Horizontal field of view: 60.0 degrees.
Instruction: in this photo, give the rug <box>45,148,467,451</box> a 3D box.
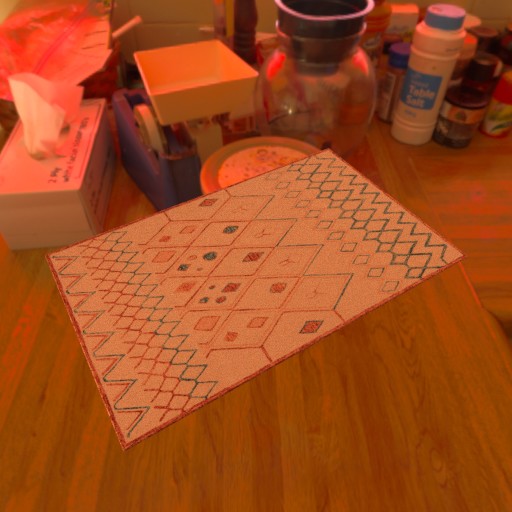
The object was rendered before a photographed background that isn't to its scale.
[{"bbox_3d":[0.000,0.000,3.014,2.438,0.015,1.524,-24,52,-21],"label":"rug"}]
